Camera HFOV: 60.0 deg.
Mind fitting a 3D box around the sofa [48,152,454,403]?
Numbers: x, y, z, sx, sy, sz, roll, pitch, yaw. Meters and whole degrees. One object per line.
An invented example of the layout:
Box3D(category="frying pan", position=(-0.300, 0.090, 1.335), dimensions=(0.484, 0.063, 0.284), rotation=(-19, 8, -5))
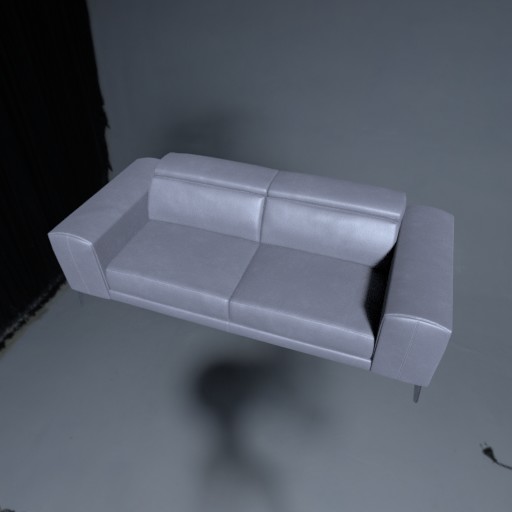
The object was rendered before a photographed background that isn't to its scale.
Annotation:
Box3D(category="sofa", position=(0.000, 0.000, 2.882), dimensions=(2.330, 0.814, 1.048), rotation=(13, 41, 15))
